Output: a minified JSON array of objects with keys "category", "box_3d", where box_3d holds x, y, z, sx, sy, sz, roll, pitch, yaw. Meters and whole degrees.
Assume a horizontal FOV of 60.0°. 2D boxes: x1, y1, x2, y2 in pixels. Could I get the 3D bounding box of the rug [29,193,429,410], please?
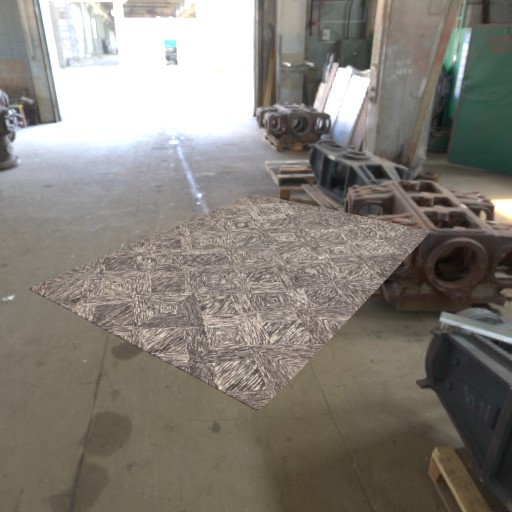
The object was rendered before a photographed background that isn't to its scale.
[{"category":"rug","box_3d":[0.000,0.000,5.382,2.997,0.020,4.093,17,30,32]}]
